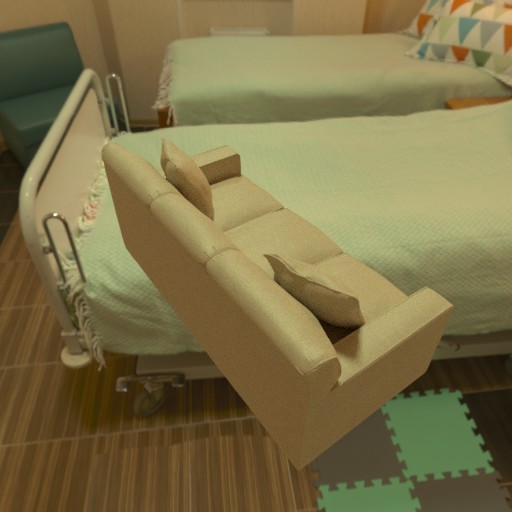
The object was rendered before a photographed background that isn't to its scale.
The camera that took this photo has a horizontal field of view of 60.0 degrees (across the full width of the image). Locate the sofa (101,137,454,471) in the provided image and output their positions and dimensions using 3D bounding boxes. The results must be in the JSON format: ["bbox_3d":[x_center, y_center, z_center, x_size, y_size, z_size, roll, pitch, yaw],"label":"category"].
[{"bbox_3d":[0.000,0.000,2.641,0.997,0.958,2.024,-26,47,-26],"label":"sofa"}]
